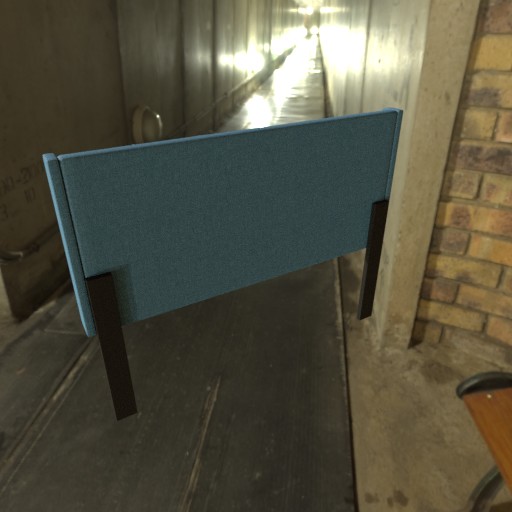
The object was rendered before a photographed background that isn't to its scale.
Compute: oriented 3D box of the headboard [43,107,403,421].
[{"bbox_3d":[0.000,0.000,2.676,2.051,1.524,0.184,-16,33,-26],"label":"headboard"}]
